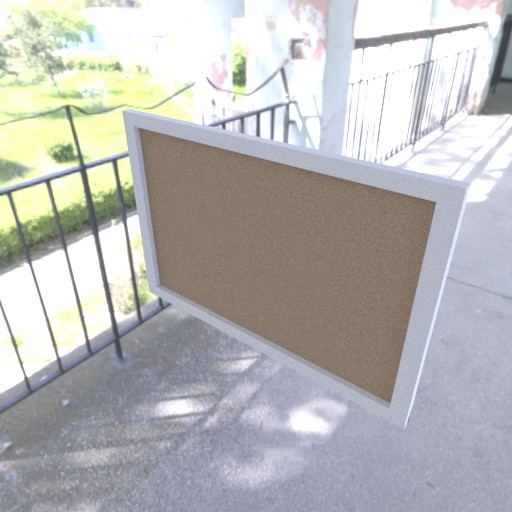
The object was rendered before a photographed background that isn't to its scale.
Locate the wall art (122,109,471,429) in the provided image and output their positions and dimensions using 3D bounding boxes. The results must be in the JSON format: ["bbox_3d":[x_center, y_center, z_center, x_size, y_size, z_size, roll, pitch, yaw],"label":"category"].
[{"bbox_3d":[0.000,0.000,1.436,1.144,0.767,0.038,22,37,32],"label":"wall art"}]
